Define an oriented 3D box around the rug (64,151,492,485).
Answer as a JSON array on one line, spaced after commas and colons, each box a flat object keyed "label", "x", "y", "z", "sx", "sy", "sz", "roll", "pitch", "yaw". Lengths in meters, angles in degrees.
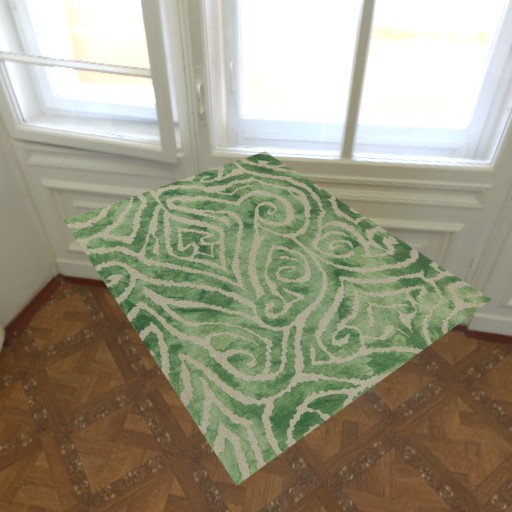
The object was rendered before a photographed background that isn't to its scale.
[{"label": "rug", "x": 0.000, "y": 0.000, "z": 3.929, "sx": 2.436, "sy": 0.007, "sz": 3.045, "roll": -25, "pitch": 47, "yaw": -26}]
